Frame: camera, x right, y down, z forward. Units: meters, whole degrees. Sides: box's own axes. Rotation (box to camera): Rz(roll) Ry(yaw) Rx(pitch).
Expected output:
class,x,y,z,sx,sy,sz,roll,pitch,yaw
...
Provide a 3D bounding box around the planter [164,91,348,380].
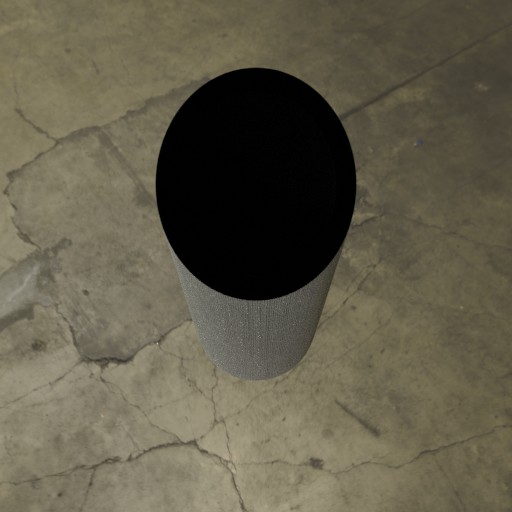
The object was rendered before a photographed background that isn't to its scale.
class,x,y,z,sx,sy,sz,roll,pitch,yaw
planter,0.000,0.000,0.128,0.045,0.103,0.045,-33,65,-18
